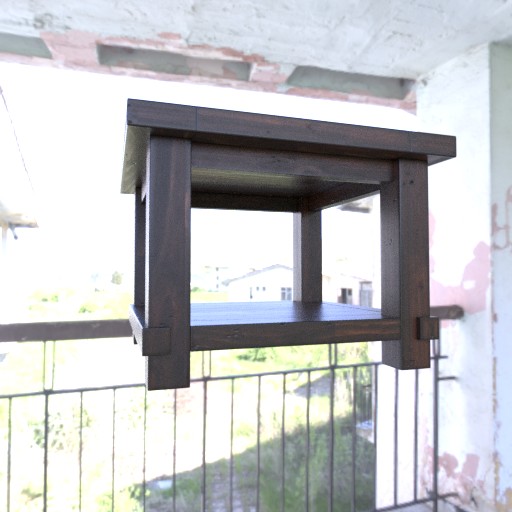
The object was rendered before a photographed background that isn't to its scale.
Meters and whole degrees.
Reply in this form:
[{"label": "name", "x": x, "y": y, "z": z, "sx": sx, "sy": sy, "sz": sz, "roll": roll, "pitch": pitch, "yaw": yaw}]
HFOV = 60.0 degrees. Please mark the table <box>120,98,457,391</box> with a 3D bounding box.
[{"label": "table", "x": 0.000, "y": 0.000, "z": 1.018, "sx": 0.593, "sy": 0.437, "sz": 0.606, "roll": 1, "pitch": -2, "yaw": -18}]
